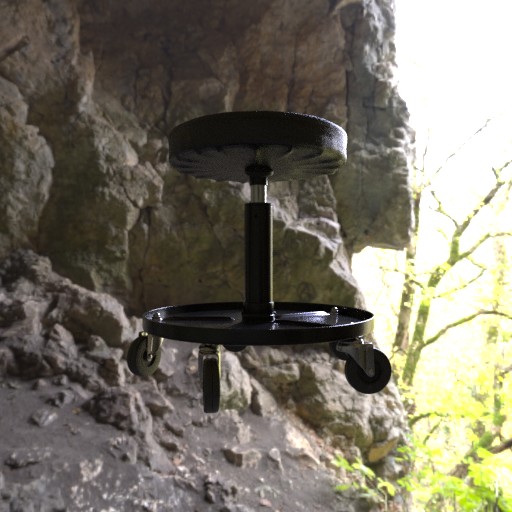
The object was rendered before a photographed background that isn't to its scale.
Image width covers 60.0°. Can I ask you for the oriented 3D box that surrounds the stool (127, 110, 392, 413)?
[{"bbox_3d":[0.000,0.000,0.678,0.381,0.365,0.382,0,0,-1],"label":"stool"}]
